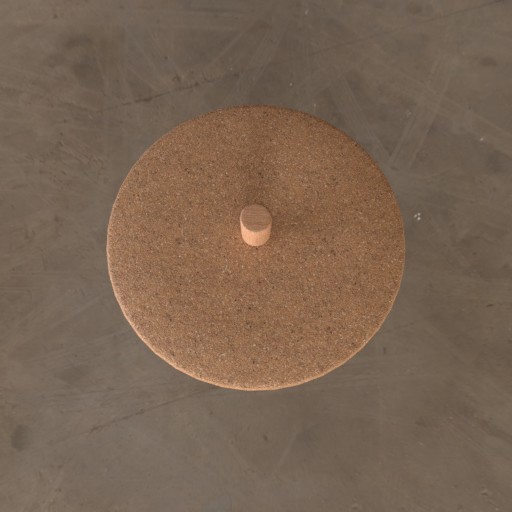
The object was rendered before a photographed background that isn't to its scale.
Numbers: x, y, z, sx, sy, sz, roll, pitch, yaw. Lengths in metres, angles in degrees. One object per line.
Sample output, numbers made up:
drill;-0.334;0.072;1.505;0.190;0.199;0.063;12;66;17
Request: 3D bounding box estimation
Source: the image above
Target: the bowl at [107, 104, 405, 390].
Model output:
bowl;0.000;0.000;0.220;0.126;0.110;0.126;0;75;0
